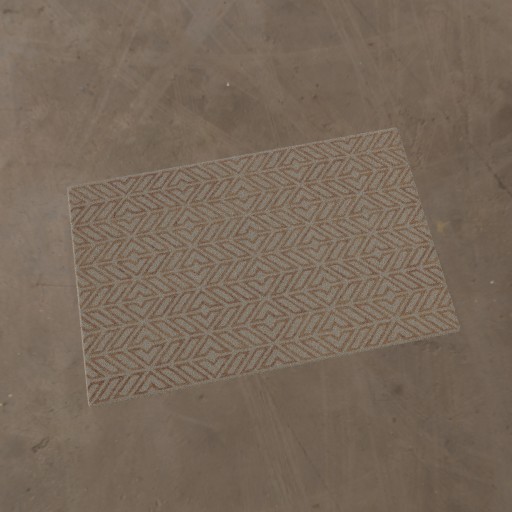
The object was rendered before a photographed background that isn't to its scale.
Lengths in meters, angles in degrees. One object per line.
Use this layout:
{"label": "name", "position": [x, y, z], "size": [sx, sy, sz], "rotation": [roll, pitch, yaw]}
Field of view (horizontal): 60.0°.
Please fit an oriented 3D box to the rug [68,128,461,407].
{"label": "rug", "position": [0.000, 0.000, 3.026], "size": [2.438, 0.008, 1.523], "rotation": [-11, 76, -3]}
